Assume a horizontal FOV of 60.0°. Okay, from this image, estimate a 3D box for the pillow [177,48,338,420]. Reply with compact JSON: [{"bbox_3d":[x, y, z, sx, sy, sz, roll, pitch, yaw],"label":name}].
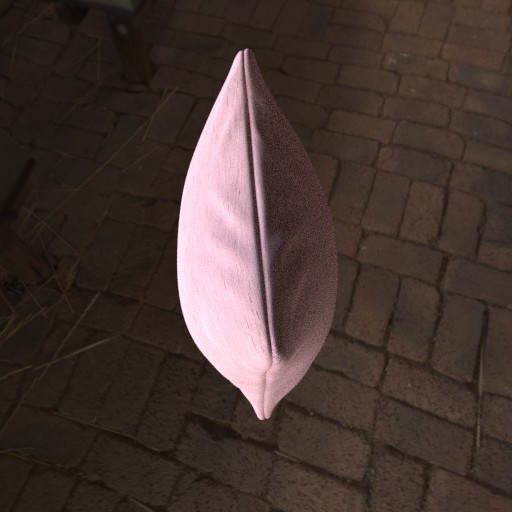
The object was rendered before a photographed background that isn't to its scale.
[{"bbox_3d":[0.000,0.000,0.683,0.246,0.415,0.432,-4,63,-2],"label":"pillow"}]
